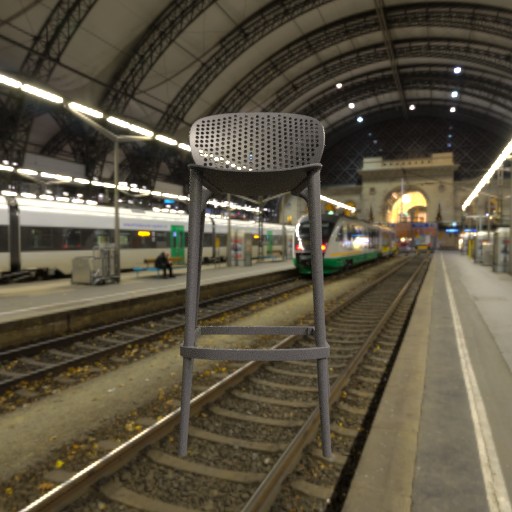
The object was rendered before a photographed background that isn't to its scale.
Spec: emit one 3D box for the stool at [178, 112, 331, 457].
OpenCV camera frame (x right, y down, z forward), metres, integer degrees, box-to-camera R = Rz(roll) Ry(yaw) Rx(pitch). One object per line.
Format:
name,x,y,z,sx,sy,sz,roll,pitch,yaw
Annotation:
stool,0.000,0.000,1.397,0.536,1.045,0.535,0,2,1
